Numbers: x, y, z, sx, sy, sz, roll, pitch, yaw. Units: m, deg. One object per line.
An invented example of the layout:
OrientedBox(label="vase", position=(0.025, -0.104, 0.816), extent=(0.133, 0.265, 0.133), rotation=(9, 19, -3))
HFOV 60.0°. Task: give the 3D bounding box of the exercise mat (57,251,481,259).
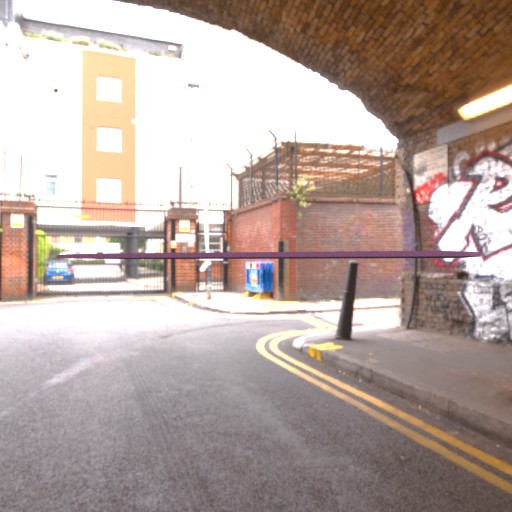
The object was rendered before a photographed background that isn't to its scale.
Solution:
OrientedBox(label="exercise mat", position=(0.000, 0.000, 2.117), extent=(1.869, 0.021, 0.616), rotation=(0, -1, 19))
